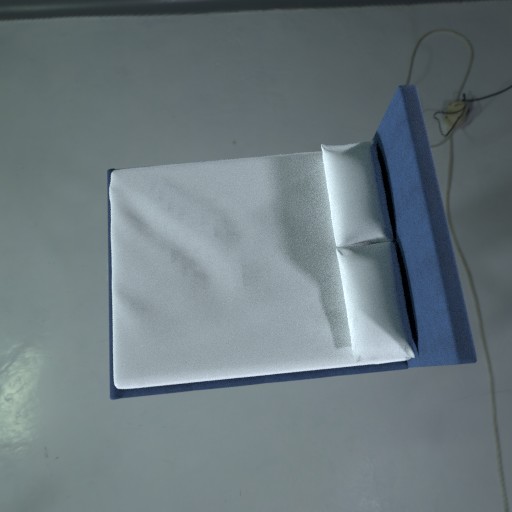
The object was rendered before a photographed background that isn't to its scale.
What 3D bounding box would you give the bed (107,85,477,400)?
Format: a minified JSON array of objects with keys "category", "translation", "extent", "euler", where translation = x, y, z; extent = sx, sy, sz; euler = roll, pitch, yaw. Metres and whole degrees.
[{"category":"bed","translation":[0.000,0.000,3.078],"extent":[2.172,1.231,1.723],"euler":[-5,75,-1]}]
